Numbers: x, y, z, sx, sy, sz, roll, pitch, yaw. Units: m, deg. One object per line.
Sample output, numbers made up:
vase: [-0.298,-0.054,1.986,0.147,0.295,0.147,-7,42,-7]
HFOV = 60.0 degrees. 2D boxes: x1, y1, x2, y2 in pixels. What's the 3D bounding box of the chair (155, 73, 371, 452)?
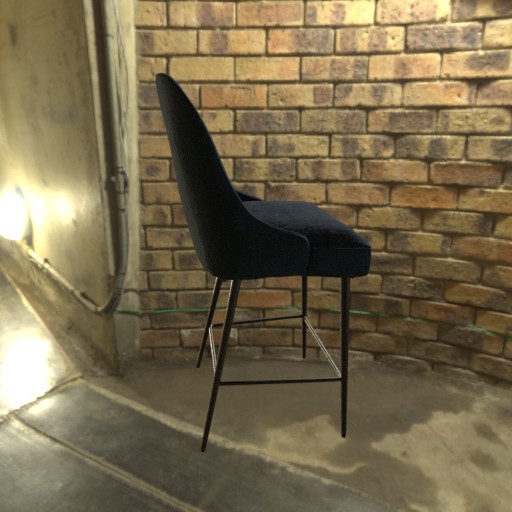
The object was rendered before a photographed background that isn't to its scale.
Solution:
chair: [0.000,0.000,1.238,0.489,0.927,0.526,-3,17,-8]
